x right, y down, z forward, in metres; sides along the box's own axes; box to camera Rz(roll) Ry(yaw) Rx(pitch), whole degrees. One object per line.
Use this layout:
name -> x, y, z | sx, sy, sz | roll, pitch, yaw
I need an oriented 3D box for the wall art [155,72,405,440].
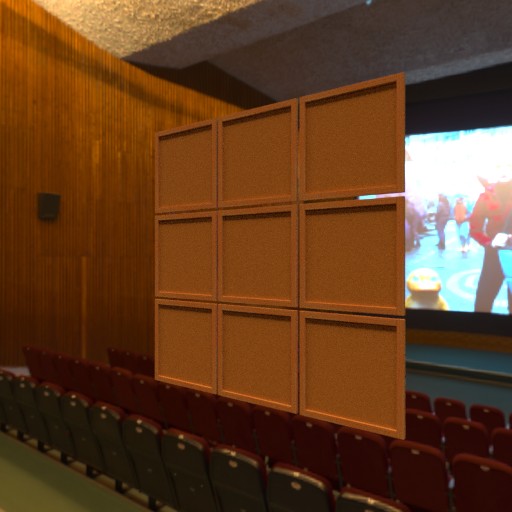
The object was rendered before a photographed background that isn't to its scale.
wall art -> 0.000, 0.000, 1.368 | 0.911, 0.910, 0.012 | 0, 0, 36
